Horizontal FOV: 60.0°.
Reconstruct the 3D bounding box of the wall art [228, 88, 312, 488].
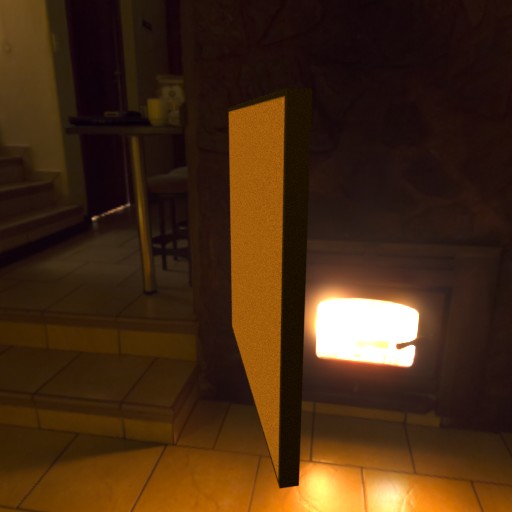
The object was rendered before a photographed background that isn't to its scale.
[{"bbox_3d":[0.000,0.000,0.776,0.028,0.511,0.513,-3,16,-10],"label":"wall art"}]
